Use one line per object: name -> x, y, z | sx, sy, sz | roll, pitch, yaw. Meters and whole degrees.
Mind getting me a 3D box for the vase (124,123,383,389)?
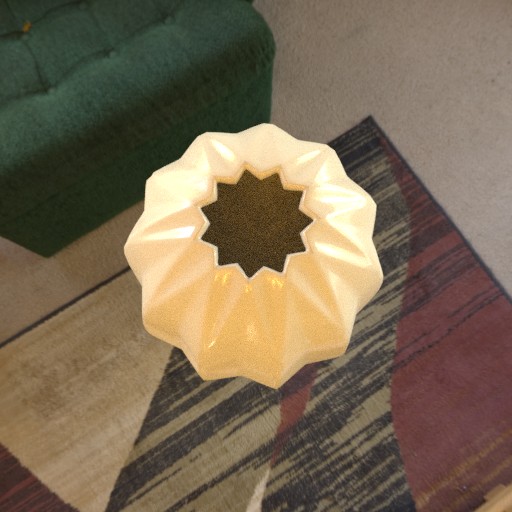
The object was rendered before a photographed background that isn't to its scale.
vase -> 0.000, 0.000, 0.241 | 0.139, 0.134, 0.139 | 0, 77, 0
